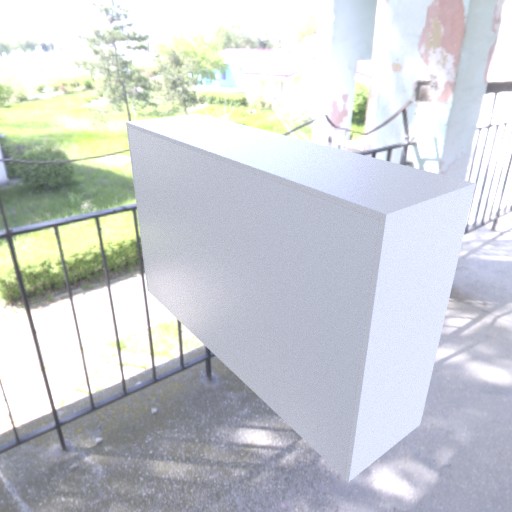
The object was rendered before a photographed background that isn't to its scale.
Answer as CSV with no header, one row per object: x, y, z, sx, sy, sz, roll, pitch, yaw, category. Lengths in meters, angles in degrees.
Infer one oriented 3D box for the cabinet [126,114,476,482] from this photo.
0.000,0.000,1.803,0.380,0.900,1.450,-19,32,-33,cabinet
